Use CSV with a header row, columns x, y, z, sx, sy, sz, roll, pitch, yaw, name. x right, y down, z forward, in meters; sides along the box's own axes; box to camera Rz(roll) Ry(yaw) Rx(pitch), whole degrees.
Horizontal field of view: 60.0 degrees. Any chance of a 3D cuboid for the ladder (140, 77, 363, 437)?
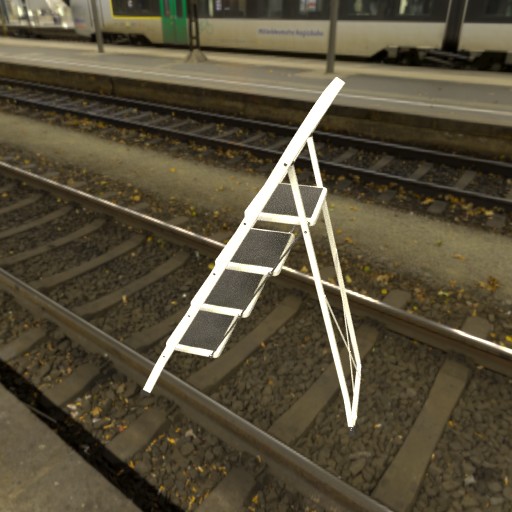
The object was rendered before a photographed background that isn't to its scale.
x,y,z,sx,sy,sz,roll,pitch,yaw,name
0.000,0.000,1.689,0.914,1.265,0.460,8,30,14,ladder
